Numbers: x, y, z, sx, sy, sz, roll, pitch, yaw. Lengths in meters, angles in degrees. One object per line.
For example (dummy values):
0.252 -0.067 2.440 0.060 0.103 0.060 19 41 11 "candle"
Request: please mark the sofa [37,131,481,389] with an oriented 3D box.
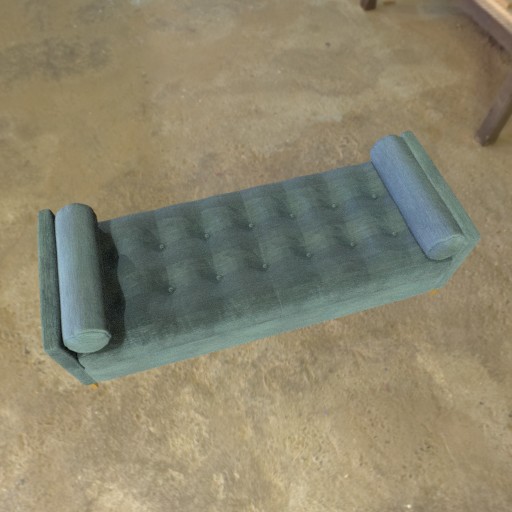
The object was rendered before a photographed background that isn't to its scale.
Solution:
0.000 0.000 2.441 2.102 0.705 0.796 -14 60 -8 "sofa"
